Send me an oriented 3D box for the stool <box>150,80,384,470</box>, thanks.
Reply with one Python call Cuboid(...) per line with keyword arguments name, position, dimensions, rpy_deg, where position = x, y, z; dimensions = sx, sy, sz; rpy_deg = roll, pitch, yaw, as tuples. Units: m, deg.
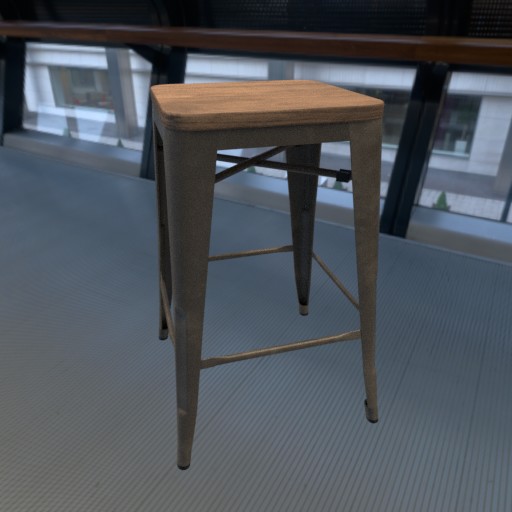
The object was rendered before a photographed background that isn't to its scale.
Cuboid(name="stool", position=(0.000, 0.000, 0.872), dimensions=(0.407, 0.607, 0.407), rpy_deg=(-8, 29, -14))
